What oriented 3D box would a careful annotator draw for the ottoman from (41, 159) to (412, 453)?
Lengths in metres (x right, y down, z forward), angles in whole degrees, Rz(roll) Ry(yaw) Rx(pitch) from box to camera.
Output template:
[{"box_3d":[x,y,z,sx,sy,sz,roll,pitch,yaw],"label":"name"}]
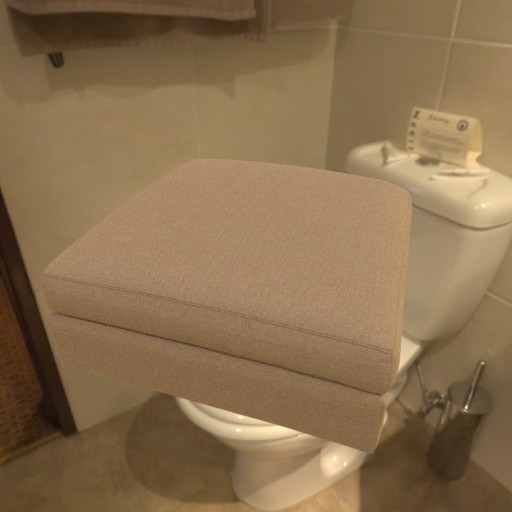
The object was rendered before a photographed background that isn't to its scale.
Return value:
[{"box_3d":[0.000,0.000,1.612,1.041,0.470,1.041,10,33,16],"label":"ottoman"}]
